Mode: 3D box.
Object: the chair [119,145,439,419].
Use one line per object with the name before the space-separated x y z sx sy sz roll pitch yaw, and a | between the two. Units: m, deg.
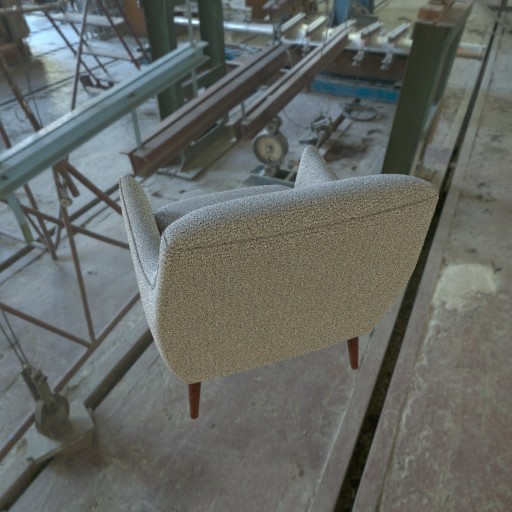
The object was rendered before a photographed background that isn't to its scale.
chair | 0.000 0.000 1.431 0.762 0.838 0.787 -12 41 -15
